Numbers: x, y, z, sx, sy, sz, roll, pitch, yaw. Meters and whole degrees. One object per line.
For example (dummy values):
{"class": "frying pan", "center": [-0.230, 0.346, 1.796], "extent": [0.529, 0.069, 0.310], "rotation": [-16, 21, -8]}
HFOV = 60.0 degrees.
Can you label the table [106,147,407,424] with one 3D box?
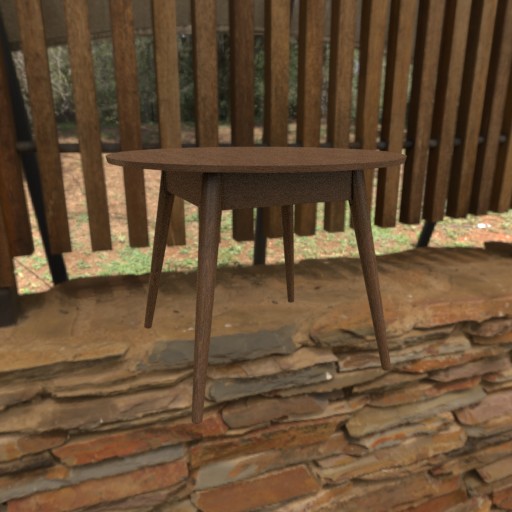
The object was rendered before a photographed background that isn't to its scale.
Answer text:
{"class": "table", "center": [0.000, 0.000, 1.738], "extent": [1.053, 0.786, 1.053], "rotation": [0, 16, 0]}
